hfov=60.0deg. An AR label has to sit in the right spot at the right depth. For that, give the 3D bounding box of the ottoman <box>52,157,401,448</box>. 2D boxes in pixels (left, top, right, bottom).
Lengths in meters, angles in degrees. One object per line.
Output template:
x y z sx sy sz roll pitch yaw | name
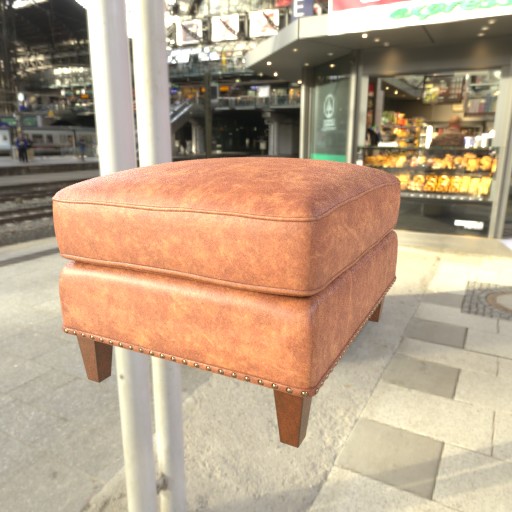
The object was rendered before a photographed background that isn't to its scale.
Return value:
0.000 0.000 1.121 0.586 0.486 0.742 7 16 26 | ottoman
